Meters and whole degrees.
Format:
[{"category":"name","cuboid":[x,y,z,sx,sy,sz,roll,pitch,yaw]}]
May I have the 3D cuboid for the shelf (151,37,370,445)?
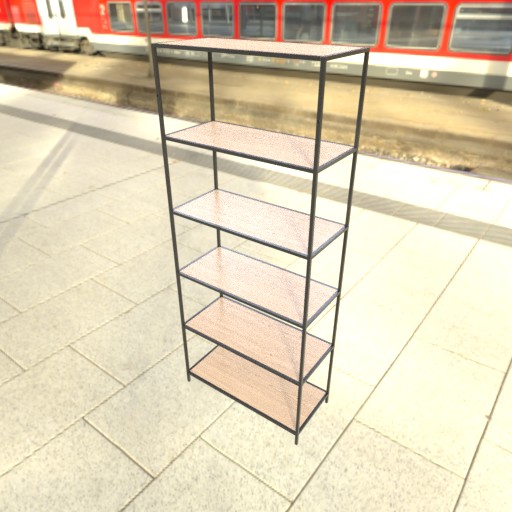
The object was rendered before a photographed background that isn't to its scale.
[{"category":"shelf","cuboid":[0.000,0.000,2.146,0.770,1.850,0.350,20,36,30]}]
